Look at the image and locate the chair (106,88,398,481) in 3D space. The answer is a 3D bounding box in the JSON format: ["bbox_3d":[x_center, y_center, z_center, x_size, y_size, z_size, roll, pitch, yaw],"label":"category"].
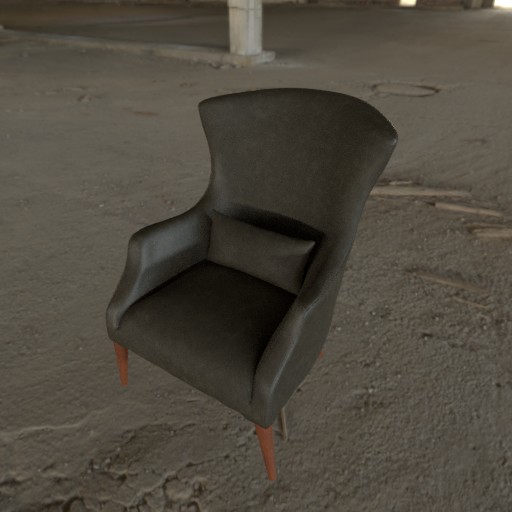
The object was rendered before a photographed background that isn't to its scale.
[{"bbox_3d":[0.000,0.000,1.710,0.819,1.068,0.954,20,37,28],"label":"chair"}]
